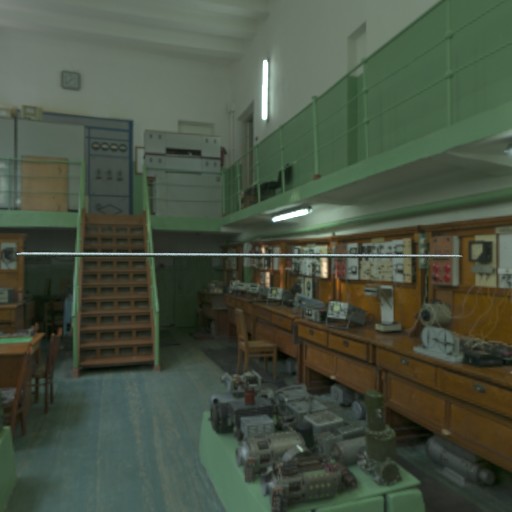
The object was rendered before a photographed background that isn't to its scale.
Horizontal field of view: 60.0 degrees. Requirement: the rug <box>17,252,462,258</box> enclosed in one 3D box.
[{"bbox_3d":[0.000,0.000,2.387,2.196,0.011,0.662,0,-1,-20],"label":"rug"}]
